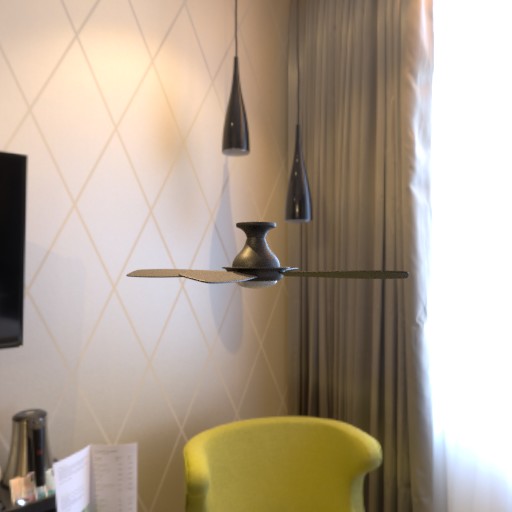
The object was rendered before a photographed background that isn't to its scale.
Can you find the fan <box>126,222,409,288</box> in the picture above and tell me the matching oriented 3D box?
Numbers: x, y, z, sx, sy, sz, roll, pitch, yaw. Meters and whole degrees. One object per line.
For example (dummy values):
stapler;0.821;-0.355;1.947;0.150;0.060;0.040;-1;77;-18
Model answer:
fan;0.000;0.000;2.596;1.694;0.382;1.694;0;-1;18
